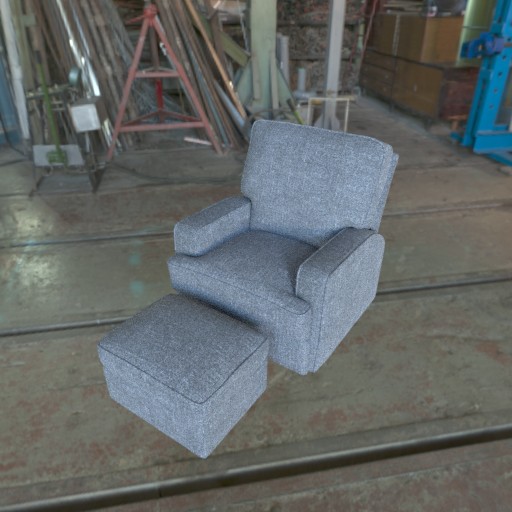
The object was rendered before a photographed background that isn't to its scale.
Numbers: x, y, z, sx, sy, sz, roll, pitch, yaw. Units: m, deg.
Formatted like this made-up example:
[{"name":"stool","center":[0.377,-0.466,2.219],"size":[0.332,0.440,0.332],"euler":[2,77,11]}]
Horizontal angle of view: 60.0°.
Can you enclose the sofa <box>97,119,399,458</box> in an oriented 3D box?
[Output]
[{"name":"sofa","center":[0.000,0.000,2.054],"size":[0.861,0.959,1.472],"euler":[19,36,29]}]
